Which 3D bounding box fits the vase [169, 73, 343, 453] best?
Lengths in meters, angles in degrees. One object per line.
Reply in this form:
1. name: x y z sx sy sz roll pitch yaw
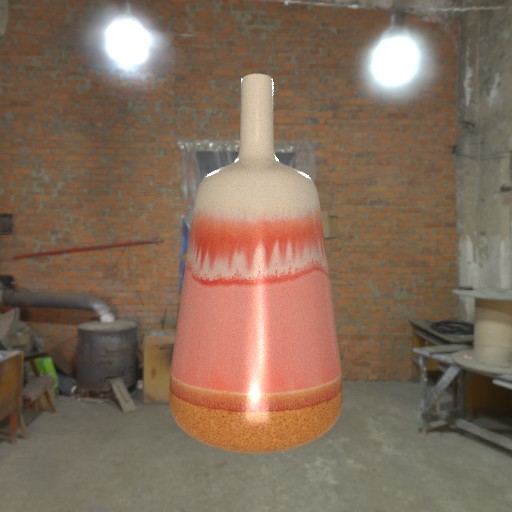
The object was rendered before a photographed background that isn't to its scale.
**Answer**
1. vase: 0.000 0.000 0.374 0.144 0.296 0.144 0 0 0
